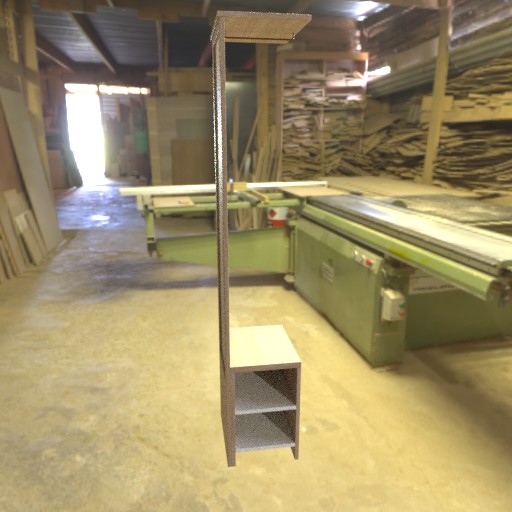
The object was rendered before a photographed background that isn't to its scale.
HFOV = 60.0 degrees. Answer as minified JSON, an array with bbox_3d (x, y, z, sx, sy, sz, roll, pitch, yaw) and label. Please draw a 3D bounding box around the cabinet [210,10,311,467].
[{"bbox_3d":[0.000,0.000,1.996,0.338,1.879,0.411,-2,15,-9],"label":"cabinet"}]
